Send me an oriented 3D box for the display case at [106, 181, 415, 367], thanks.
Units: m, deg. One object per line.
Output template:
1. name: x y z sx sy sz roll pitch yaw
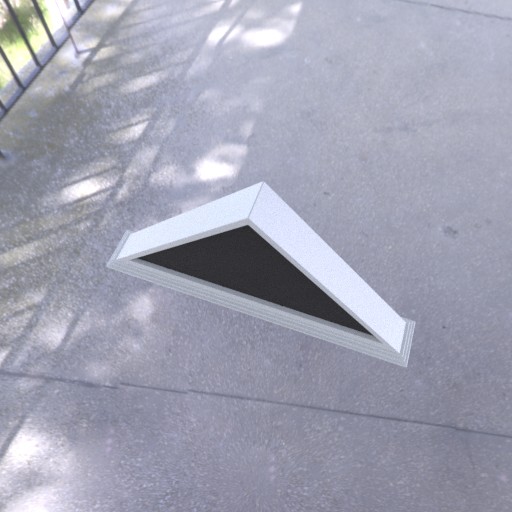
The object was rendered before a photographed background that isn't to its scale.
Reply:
1. display case: 0.000 0.000 0.765 0.640 0.340 0.095 17 64 9
